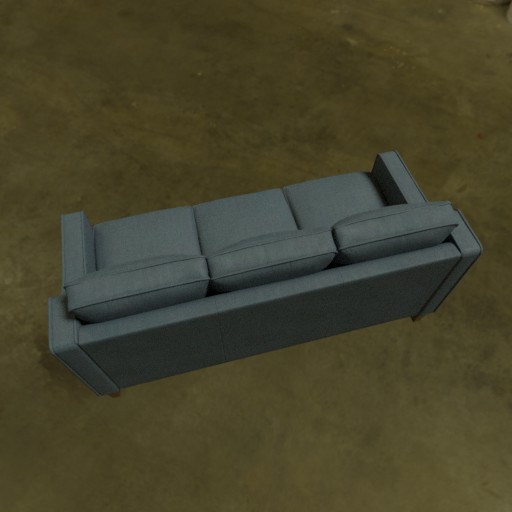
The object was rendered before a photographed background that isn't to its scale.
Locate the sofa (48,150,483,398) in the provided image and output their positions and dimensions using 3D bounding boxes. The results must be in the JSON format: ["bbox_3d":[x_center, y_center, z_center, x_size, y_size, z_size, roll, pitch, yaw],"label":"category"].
[{"bbox_3d":[0.000,0.000,2.467,1.986,0.974,0.911,-12,58,-8],"label":"sofa"}]
